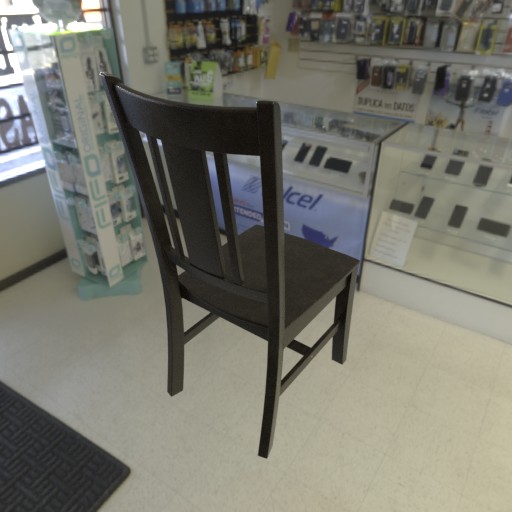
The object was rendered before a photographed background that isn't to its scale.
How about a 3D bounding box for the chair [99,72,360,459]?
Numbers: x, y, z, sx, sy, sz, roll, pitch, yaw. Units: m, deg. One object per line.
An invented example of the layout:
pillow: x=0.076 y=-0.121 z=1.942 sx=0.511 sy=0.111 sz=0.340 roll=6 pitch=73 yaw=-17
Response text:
chair: x=0.000 y=0.000 z=1.259 sx=0.450 sy=0.998 sz=0.555 roll=22 pitch=38 yaw=31
